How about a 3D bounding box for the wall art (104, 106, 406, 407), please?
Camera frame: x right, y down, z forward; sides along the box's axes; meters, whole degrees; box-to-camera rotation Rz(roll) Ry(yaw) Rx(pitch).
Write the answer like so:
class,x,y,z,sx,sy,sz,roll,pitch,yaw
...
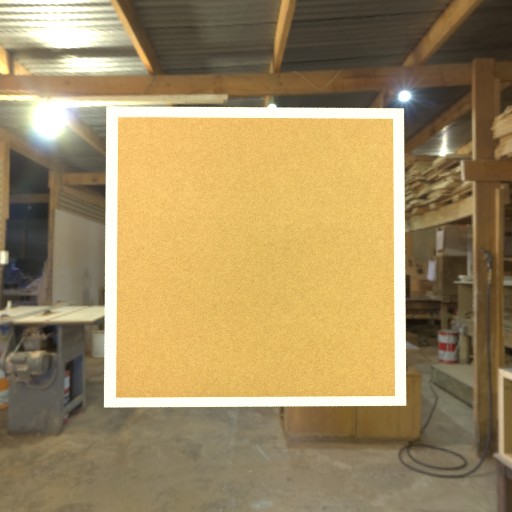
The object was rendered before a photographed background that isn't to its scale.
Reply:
class,x,y,z,sx,sy,sz,roll,pitch,yaw
wall art,0.000,0.000,1.147,0.763,0.761,0.038,0,-1,-1
